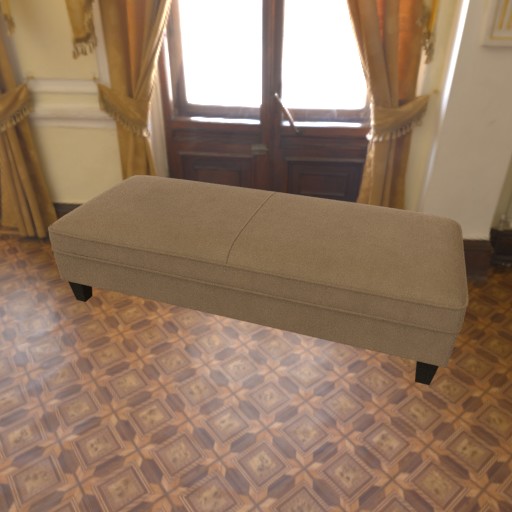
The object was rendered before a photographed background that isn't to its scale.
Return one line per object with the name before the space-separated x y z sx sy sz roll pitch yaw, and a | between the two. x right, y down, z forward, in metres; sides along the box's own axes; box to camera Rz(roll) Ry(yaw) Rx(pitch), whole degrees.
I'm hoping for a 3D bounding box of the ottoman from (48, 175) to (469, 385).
ottoman | 0.000 0.000 2.047 1.726 0.460 0.735 10 32 17
